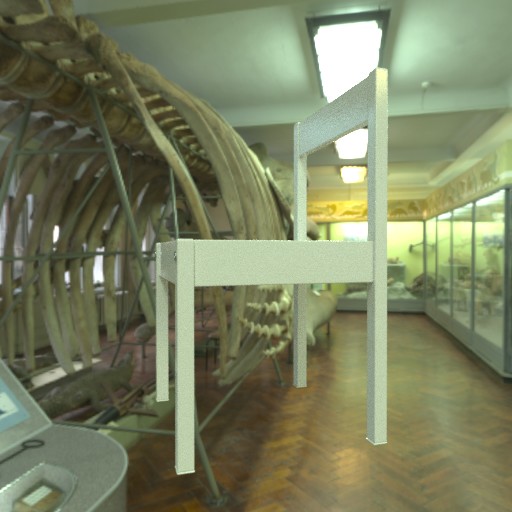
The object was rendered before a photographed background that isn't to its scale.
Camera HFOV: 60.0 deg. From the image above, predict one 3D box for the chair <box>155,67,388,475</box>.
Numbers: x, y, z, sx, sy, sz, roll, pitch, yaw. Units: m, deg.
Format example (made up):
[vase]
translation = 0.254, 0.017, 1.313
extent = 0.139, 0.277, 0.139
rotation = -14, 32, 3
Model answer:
[chair]
translation = 0.000, 0.000, 0.689
extent = 0.285, 0.505, 0.285
rotation = 0, 1, -18
